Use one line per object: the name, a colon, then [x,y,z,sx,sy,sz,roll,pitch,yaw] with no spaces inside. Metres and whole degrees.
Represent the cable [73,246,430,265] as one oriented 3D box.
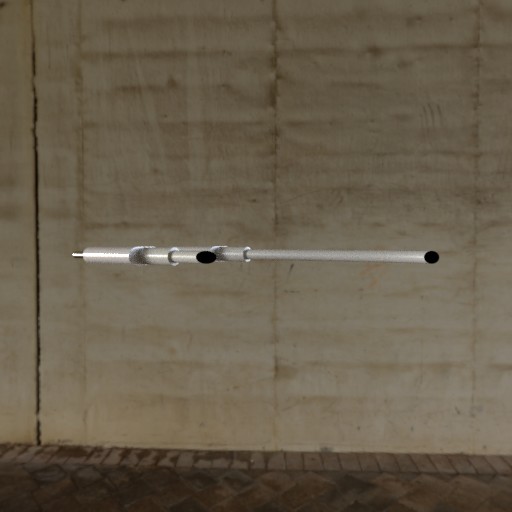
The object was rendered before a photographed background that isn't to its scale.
cable: [0.000,0.000,0.112,0.098,0.005,0.041,1,2,35]
